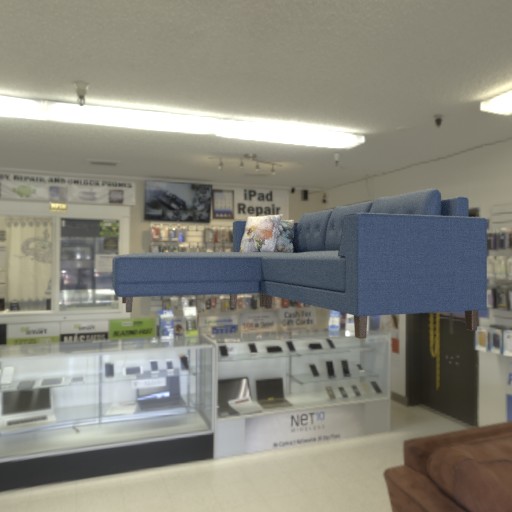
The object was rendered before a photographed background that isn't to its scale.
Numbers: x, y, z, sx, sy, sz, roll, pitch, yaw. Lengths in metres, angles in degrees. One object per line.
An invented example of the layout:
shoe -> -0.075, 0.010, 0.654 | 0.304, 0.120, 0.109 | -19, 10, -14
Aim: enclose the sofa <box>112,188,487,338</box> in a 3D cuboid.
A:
sofa -> 0.000, 0.000, 3.025 | 1.829, 0.787, 2.120 | 0, 0, -19
